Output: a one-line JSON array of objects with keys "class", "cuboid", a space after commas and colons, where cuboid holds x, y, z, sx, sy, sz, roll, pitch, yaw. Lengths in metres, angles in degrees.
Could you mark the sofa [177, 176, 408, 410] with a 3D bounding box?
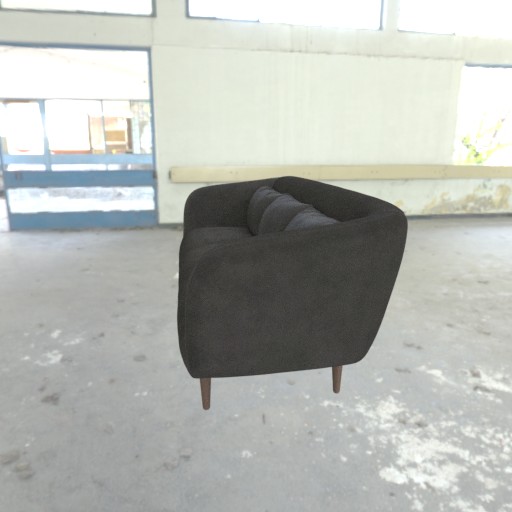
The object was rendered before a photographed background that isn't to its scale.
[{"class": "sofa", "cuboid": [0.000, 0.000, 2.731, 0.956, 0.875, 2.296, -2, 14, -9]}]
